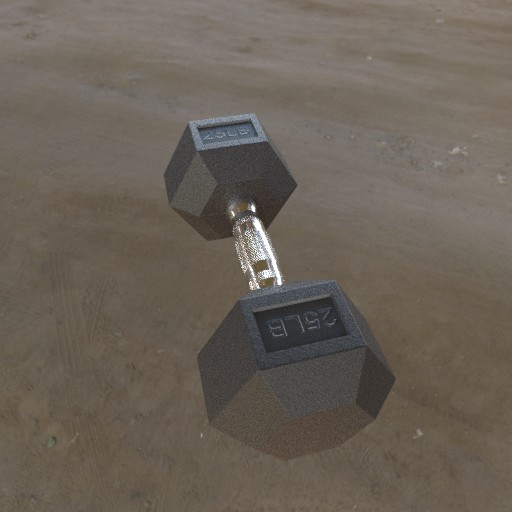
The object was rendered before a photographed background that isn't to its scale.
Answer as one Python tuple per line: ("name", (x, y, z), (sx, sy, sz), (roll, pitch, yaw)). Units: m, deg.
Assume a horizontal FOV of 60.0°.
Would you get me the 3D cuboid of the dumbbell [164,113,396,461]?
("dumbbell", (0.000, 0.000, 0.382), (0.129, 0.113, 0.315), (-11, 48, -10))
